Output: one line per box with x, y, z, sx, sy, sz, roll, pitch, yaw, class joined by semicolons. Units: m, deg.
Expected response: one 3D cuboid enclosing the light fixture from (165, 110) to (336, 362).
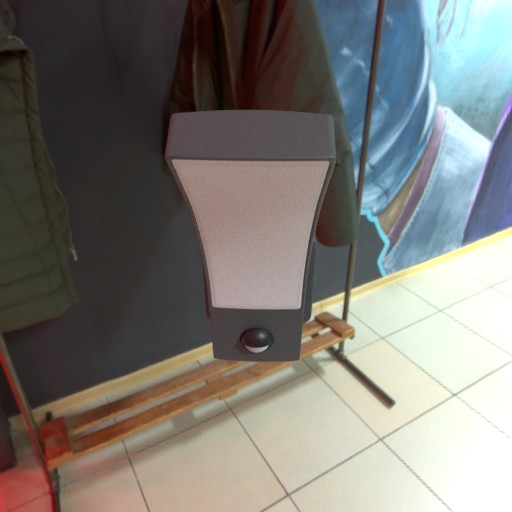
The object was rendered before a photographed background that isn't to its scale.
0.000;0.000;0.336;0.108;0.243;0.174;1;30;2;light fixture
